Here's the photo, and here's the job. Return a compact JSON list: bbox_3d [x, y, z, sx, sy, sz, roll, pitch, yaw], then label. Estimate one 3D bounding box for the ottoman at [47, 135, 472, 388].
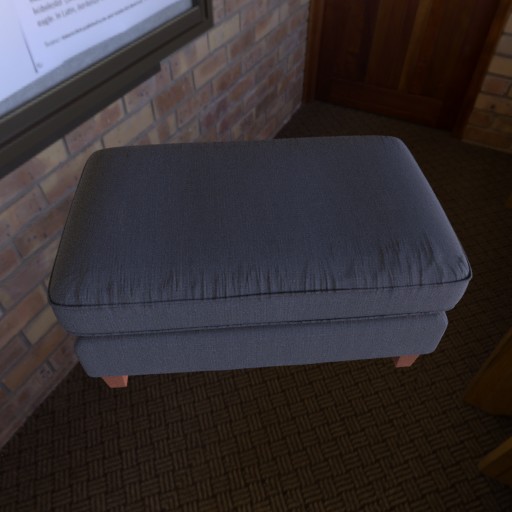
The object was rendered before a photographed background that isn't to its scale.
[{"bbox_3d":[0.000,0.000,1.181,0.885,0.438,0.570,-3,47,-3],"label":"ottoman"}]
